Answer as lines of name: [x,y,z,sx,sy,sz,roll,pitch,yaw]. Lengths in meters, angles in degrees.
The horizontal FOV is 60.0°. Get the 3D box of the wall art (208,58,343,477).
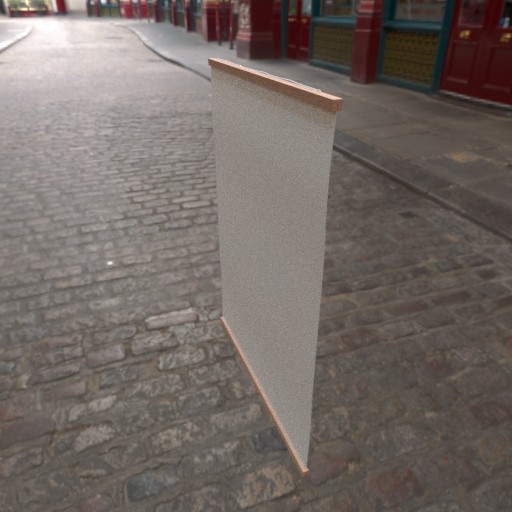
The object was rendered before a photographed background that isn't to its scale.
wall art: [0.000,0.000,1.299,0.020,1.013,0.758,-11,31,-19]
